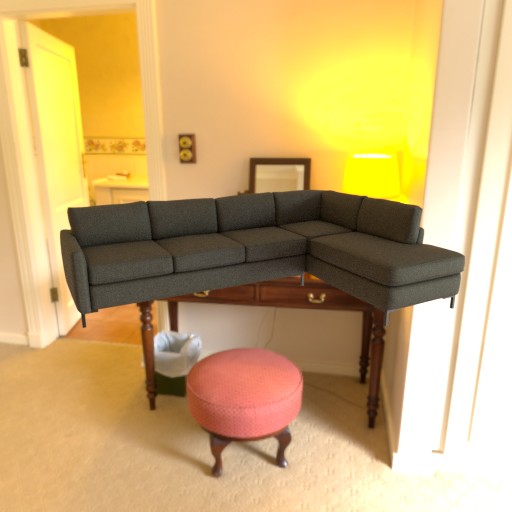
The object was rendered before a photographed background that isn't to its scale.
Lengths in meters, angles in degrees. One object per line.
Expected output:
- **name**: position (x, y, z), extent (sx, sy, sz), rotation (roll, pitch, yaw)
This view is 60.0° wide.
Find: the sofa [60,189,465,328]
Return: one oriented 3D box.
- **sofa**: position (0.000, 0.000, 3.851), extent (2.972, 0.858, 1.984), rotation (-8, 17, -27)
